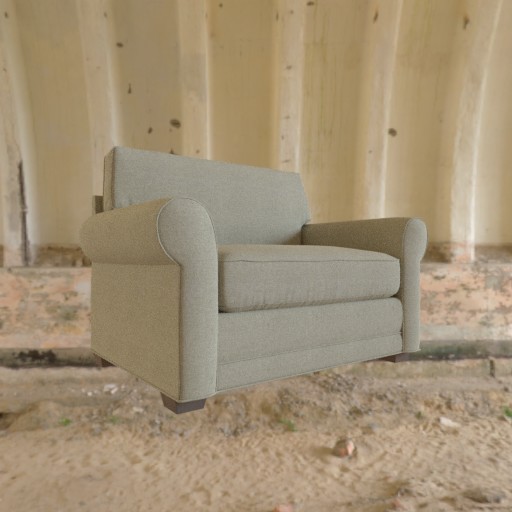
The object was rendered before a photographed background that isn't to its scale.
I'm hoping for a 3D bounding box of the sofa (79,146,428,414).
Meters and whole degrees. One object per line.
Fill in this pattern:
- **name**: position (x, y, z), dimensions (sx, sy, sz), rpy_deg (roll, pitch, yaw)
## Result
- **sofa**: position (0.000, 0.000, 2.066), dimensions (1.405, 0.991, 0.936), rpy_deg (0, 0, -37)
